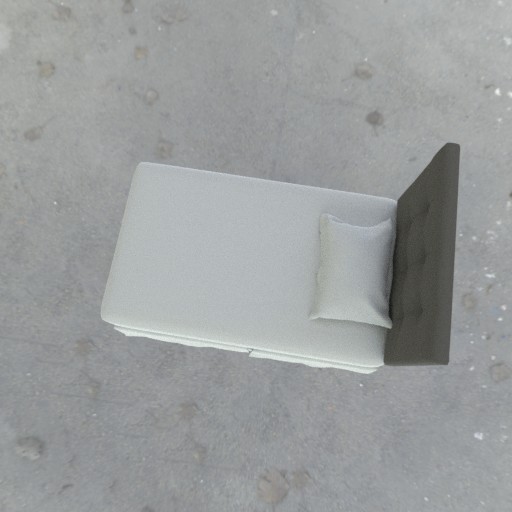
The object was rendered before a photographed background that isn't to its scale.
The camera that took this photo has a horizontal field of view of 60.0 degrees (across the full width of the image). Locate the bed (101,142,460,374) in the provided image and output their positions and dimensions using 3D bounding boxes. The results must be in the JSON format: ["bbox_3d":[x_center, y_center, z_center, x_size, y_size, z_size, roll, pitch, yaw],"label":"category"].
[{"bbox_3d":[0.000,0.000,2.944,1.997,1.571,1.261,9,76,2],"label":"bed"}]
